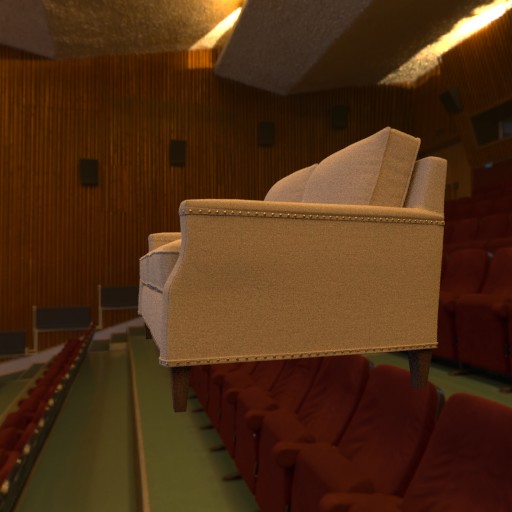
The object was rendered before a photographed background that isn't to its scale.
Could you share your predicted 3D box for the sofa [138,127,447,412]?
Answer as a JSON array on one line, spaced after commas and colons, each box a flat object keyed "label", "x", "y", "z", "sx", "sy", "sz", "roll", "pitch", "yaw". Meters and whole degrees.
[{"label": "sofa", "x": 0.000, "y": 0.000, "z": 2.228, "sx": 1.084, "sy": 1.003, "sz": 1.597, "roll": 0, "pitch": -1, "yaw": -17}]
